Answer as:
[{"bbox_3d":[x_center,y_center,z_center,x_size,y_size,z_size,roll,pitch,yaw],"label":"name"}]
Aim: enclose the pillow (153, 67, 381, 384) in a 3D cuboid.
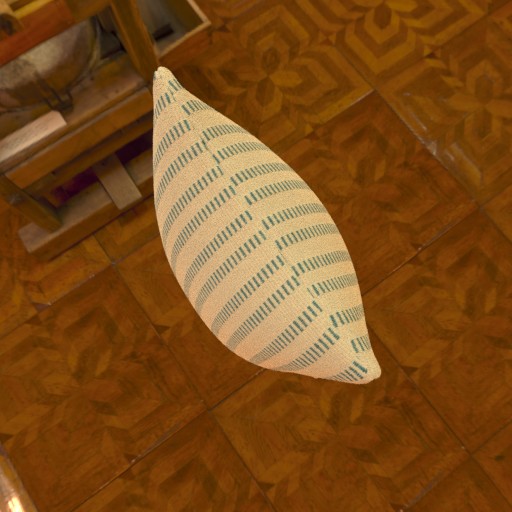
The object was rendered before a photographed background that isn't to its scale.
[{"bbox_3d":[0.000,0.000,0.684,0.247,0.419,0.438,-33,78,-8],"label":"pillow"}]
